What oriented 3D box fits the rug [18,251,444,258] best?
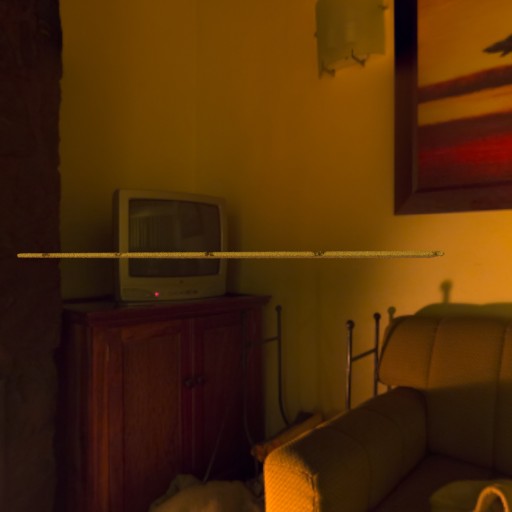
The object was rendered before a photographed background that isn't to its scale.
[{"bbox_3d":[0.000,0.000,4.022,3.047,0.029,2.438,0,-1,20],"label":"rug"}]
